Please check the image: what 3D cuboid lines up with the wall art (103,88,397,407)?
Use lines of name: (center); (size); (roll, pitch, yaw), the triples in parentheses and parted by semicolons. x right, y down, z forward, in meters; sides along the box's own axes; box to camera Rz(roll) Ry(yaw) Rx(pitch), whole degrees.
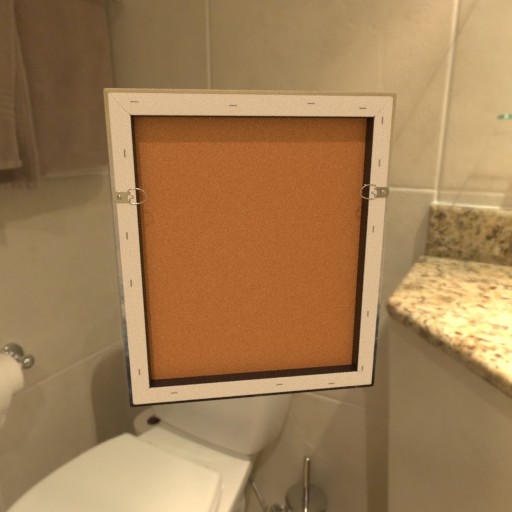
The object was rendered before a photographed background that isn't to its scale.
wall art: (0.000, 0.000, 1.013); (0.608, 0.710, 0.041); (-2, 15, -8)
